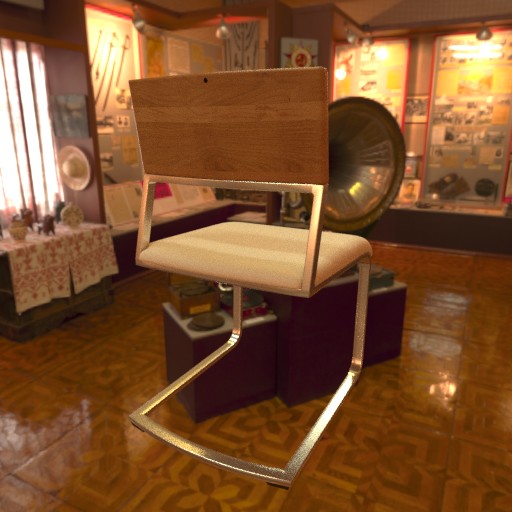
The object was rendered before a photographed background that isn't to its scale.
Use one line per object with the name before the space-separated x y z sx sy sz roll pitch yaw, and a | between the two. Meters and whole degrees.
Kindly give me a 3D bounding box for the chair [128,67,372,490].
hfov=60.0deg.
chair | 0.000 0.000 1.148 0.467 0.844 0.585 9 18 28
